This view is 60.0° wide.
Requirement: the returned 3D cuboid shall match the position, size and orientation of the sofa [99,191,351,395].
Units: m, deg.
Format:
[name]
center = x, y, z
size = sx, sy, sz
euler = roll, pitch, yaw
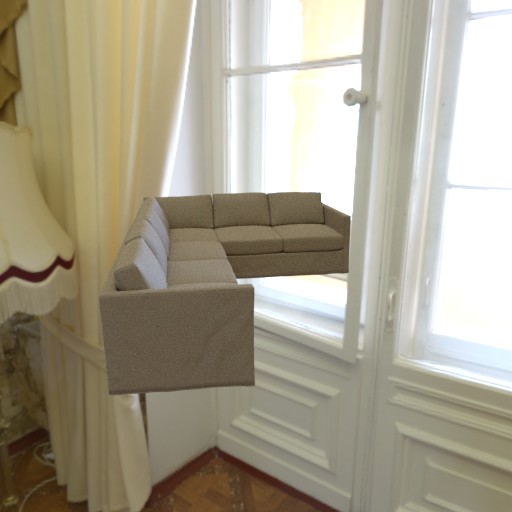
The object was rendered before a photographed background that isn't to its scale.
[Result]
[sofa]
center = 0.000, 0.000, 4.335
size = 2.432, 0.871, 3.182
euler = -3, 16, -10
